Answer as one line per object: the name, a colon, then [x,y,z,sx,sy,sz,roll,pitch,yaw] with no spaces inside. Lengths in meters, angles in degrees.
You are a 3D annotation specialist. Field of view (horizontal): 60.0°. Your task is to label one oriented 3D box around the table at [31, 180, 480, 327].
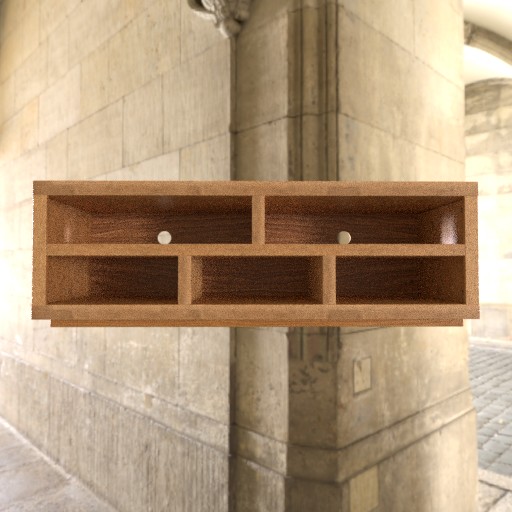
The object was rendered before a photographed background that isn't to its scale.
table: [0.000,0.000,1.734,1.499,0.491,0.499,0,-2,-1]
